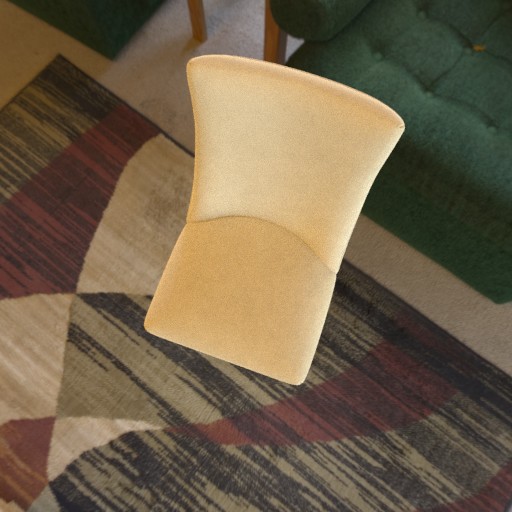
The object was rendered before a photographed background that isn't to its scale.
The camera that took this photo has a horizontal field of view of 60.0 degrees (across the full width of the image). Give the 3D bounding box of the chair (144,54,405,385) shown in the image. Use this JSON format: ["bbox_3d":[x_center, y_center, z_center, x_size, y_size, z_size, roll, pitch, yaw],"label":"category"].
[{"bbox_3d":[0.000,0.000,1.280,0.495,0.902,0.610,19,75,5],"label":"chair"}]
